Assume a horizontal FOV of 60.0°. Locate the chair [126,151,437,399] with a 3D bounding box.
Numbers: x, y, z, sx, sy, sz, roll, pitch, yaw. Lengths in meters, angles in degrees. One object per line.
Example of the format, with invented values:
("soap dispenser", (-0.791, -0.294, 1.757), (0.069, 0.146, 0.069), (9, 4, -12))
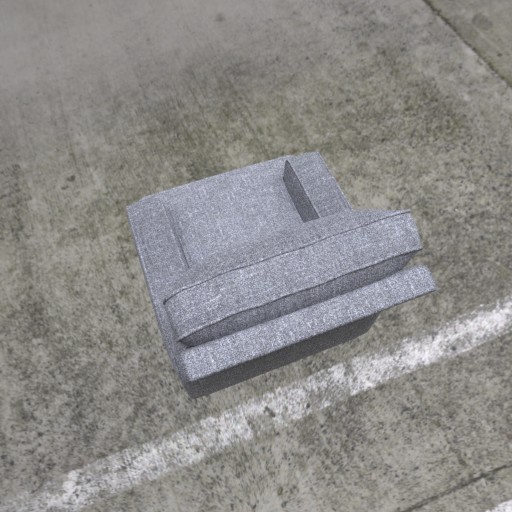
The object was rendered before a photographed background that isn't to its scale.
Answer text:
("chair", (0.000, 0.000, 1.717), (0.861, 0.962, 0.964), (-18, 61, -11))
